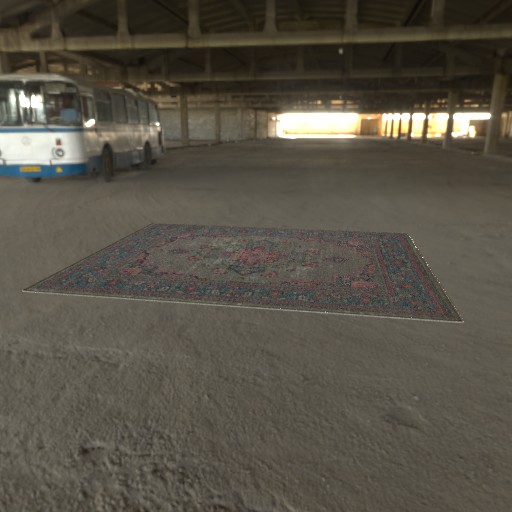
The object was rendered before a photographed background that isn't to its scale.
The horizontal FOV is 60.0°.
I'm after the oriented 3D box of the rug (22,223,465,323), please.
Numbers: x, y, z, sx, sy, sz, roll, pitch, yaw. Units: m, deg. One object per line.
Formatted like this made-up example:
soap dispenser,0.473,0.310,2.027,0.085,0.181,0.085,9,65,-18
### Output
rug,0.000,0.000,4.134,3.057,0.013,2.434,3,17,10
